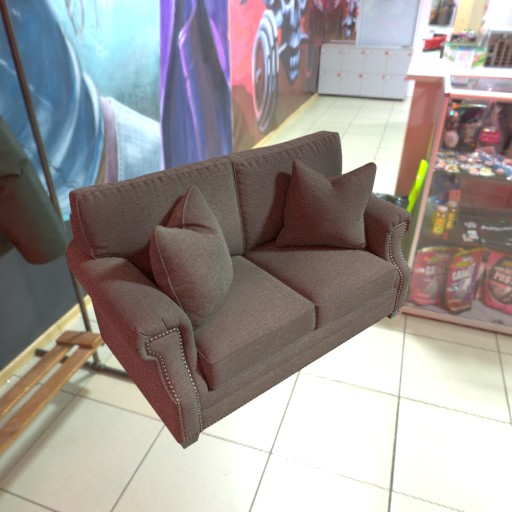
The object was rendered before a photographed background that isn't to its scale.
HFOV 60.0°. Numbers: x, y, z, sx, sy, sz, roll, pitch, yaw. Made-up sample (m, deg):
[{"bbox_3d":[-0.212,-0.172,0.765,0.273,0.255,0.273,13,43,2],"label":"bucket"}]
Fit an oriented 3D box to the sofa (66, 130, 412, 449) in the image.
[{"bbox_3d":[0.000,0.000,2.342,1.701,0.966,0.966,-22,38,-32],"label":"sofa"}]
